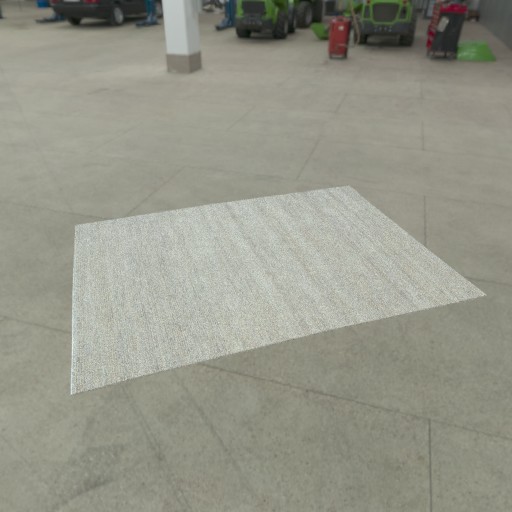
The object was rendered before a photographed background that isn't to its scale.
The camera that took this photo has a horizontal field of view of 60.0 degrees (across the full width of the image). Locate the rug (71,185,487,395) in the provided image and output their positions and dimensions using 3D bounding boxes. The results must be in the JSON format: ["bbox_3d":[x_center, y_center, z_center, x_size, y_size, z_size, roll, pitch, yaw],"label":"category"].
[{"bbox_3d":[0.000,0.000,2.891,2.264,0.030,1.624,-10,34,-15],"label":"rug"}]
